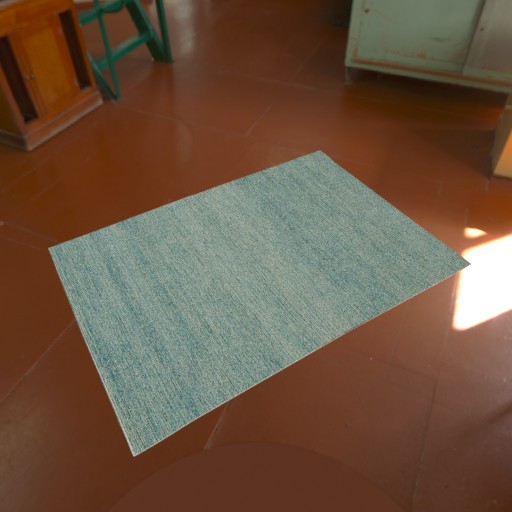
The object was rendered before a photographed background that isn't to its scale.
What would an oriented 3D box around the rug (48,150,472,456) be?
[{"bbox_3d":[0.000,0.000,2.914,2.305,0.029,1.593,-24,50,-22],"label":"rug"}]
